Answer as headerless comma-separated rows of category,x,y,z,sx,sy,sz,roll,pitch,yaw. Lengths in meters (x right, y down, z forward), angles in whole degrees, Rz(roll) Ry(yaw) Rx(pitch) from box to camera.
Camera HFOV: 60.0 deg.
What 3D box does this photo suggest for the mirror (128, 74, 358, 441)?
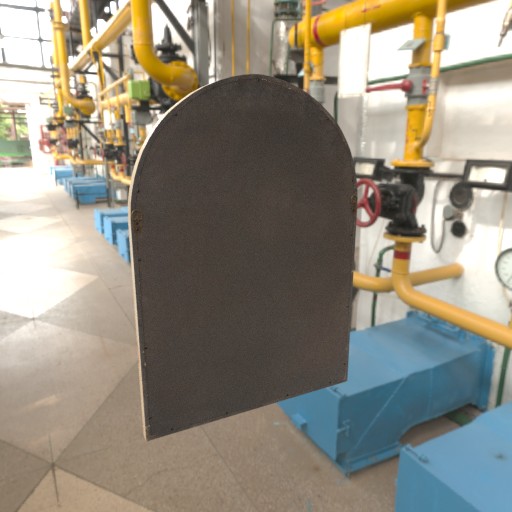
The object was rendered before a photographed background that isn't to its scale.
mirror,0.000,0.000,1.204,0.660,0.920,0.032,-7,16,-26
